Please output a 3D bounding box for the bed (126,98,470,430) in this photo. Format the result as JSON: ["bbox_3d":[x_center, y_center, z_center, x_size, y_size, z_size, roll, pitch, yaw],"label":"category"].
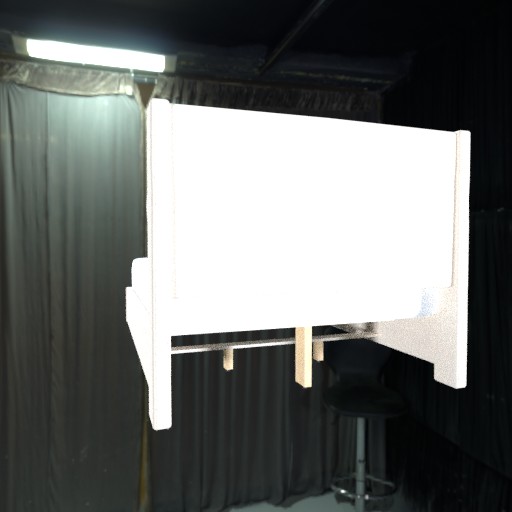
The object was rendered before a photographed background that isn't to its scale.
[{"bbox_3d":[0.000,0.000,3.314,1.778,1.471,2.293,-1,2,-19],"label":"bed"}]
